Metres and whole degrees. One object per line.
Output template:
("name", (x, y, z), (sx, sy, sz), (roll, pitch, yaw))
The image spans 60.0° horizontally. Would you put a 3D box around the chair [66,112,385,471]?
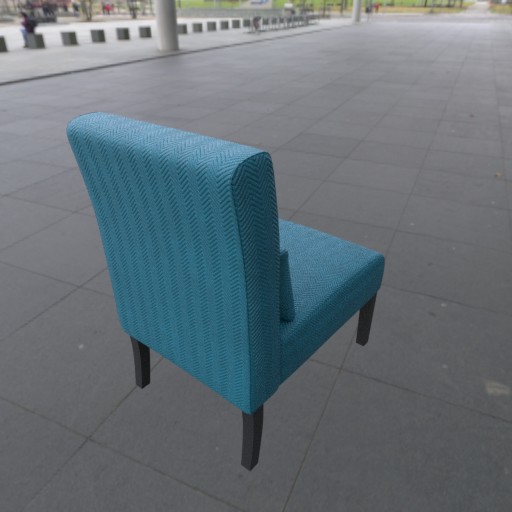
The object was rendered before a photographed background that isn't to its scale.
("chair", (0.000, 0.000, 1.416), (0.579, 0.927, 0.808), (22, 37, 33))
